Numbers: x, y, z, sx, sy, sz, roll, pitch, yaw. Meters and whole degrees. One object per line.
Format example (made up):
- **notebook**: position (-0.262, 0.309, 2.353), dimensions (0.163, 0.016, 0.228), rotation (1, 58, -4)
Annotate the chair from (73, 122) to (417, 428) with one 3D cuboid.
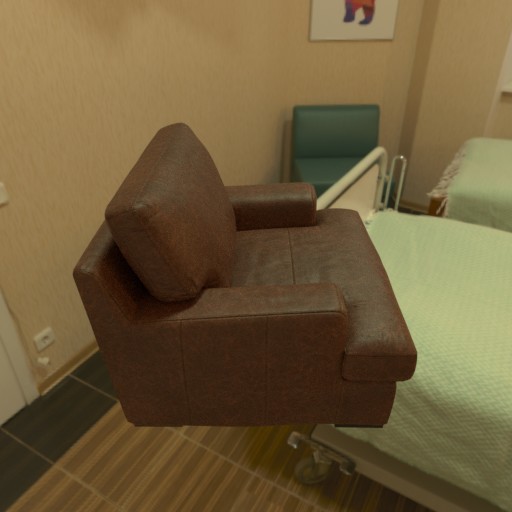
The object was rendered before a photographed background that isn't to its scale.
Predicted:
- **chair**: position (0.000, 0.000, 1.962), dimensions (1.143, 0.939, 1.168), rotation (0, 32, 0)
